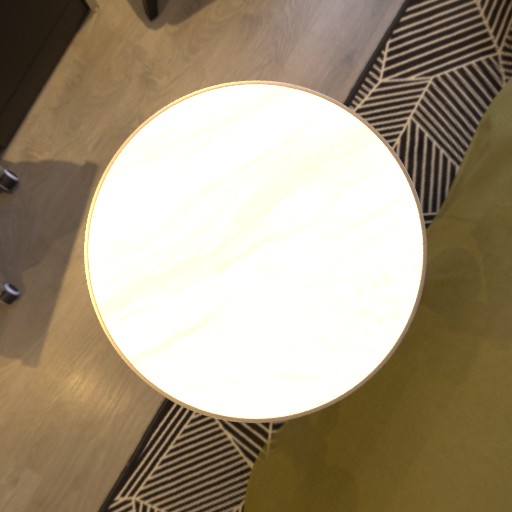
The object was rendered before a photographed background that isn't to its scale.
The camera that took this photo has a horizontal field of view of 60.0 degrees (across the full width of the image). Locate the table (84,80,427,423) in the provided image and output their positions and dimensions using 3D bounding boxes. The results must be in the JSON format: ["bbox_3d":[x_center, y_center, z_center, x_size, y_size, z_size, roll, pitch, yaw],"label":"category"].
[{"bbox_3d":[0.000,0.000,0.813,0.445,0.479,0.445,0,88,0],"label":"table"}]
